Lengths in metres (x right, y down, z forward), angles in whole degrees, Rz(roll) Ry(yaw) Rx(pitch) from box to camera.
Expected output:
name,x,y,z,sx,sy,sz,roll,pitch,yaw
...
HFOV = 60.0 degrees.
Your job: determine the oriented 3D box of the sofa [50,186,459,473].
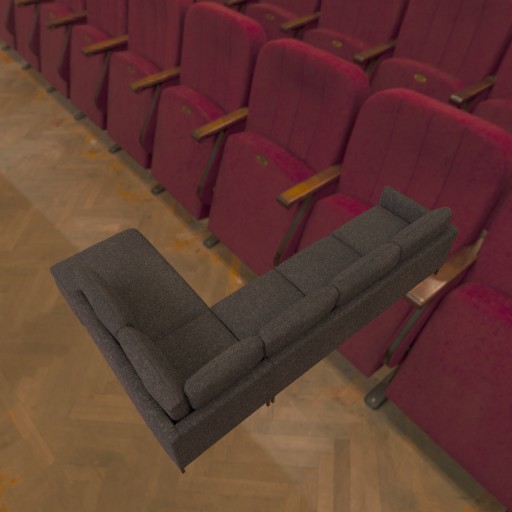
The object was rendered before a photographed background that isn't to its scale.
name,x,y,z,sx,sy,sz,roll,pitch,yaw
sofa,0.000,0.000,3.860,2.949,0.815,2.007,-30,54,-25
